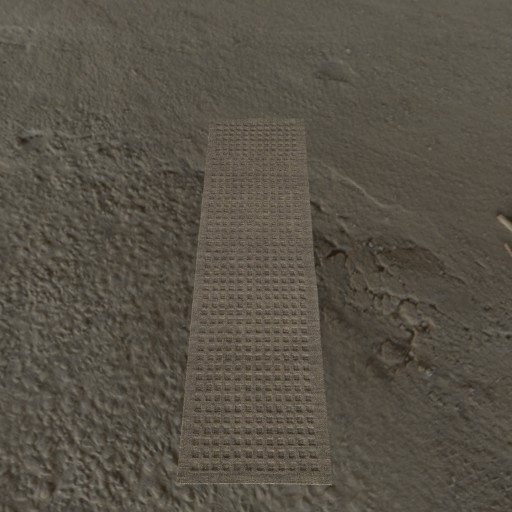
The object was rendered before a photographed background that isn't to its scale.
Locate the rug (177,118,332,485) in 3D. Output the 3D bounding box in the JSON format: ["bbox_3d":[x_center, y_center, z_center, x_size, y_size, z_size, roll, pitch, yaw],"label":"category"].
[{"bbox_3d":[0.000,0.000,2.656,0.706,0.009,2.443,0,57,0],"label":"rug"}]
